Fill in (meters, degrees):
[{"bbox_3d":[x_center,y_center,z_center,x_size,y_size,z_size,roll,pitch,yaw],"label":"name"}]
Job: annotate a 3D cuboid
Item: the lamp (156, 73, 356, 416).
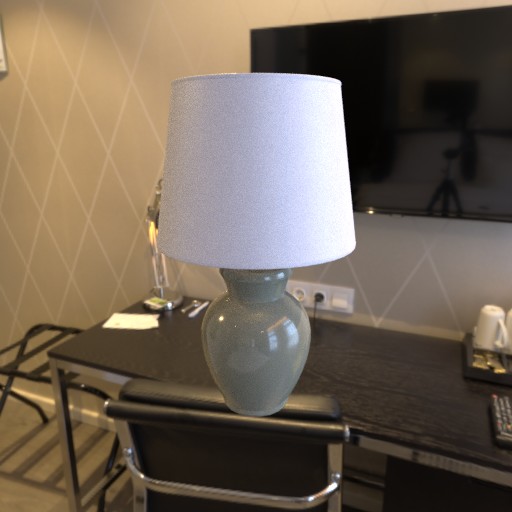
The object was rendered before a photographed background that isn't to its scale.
[{"bbox_3d":[0.000,0.000,0.550,0.239,0.399,0.239,0,15,0],"label":"lamp"}]
